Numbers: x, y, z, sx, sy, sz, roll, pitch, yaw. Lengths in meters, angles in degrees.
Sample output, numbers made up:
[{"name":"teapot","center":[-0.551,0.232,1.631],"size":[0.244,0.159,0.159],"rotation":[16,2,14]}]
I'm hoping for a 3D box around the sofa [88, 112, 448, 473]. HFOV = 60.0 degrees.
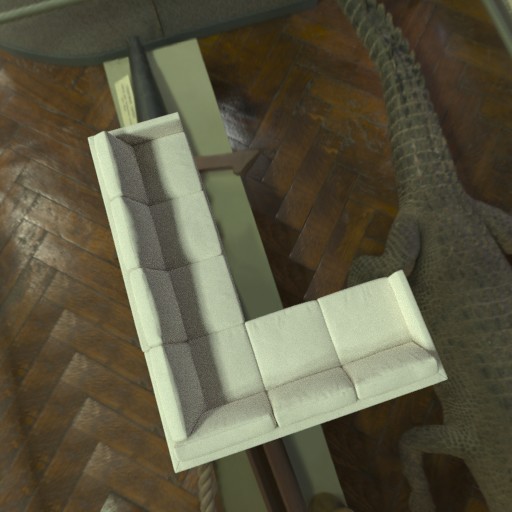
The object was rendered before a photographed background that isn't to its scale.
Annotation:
[{"name":"sofa","center":[0.000,0.000,4.273],"size":[2.432,0.863,3.182],"rotation":[-17,77,-4]}]
